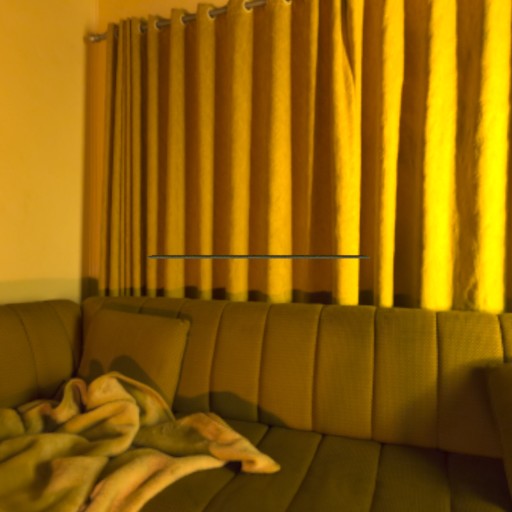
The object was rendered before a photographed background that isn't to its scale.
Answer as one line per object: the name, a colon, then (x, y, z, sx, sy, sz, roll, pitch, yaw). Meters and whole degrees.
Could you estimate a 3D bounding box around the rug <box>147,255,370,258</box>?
rug: (0.000, 0.000, 2.410, 0.662, 0.011, 2.196, 0, 0, 0)
